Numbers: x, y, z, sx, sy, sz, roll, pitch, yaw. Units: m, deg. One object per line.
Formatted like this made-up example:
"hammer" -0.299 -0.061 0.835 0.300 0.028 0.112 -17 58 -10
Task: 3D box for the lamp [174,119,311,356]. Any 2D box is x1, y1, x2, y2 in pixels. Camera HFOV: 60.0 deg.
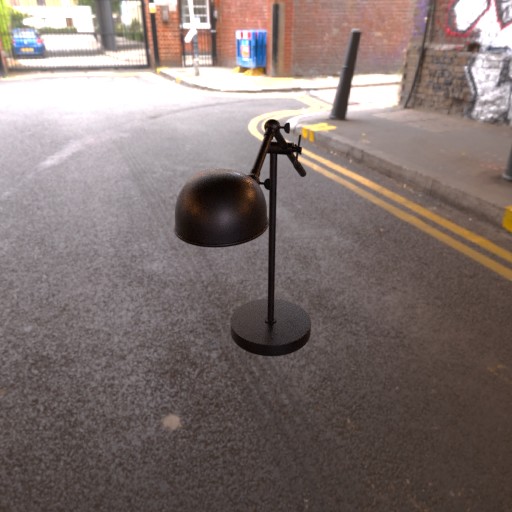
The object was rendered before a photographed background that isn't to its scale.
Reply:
"lamp" 0.000 0.000 0.829 0.185 0.495 0.567 8 28 16
